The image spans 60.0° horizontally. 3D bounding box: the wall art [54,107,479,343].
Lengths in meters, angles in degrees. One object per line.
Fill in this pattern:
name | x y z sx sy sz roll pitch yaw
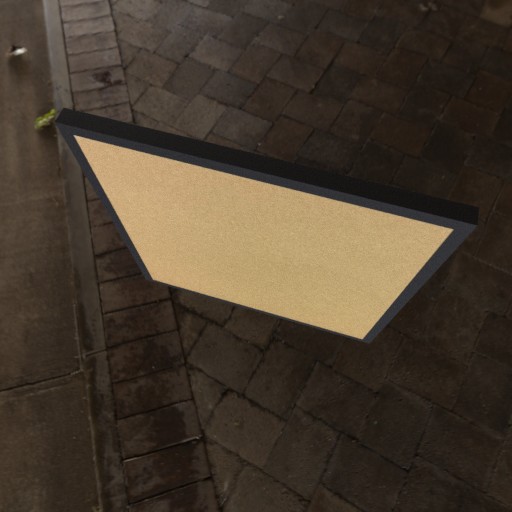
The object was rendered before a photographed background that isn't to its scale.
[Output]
wall art | 0.000 0.000 1.117 0.762 0.760 0.037 15 65 7
